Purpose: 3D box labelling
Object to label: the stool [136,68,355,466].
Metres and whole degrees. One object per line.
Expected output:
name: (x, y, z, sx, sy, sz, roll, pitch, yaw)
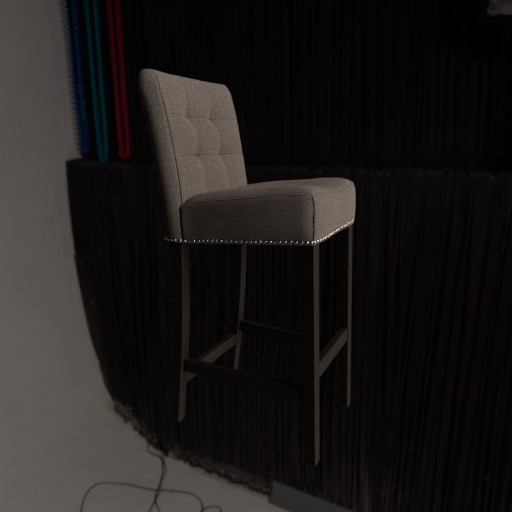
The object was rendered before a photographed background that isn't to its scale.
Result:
stool: (0.000, 0.000, 1.351, 0.548, 1.047, 0.411, 7, 16, 26)
